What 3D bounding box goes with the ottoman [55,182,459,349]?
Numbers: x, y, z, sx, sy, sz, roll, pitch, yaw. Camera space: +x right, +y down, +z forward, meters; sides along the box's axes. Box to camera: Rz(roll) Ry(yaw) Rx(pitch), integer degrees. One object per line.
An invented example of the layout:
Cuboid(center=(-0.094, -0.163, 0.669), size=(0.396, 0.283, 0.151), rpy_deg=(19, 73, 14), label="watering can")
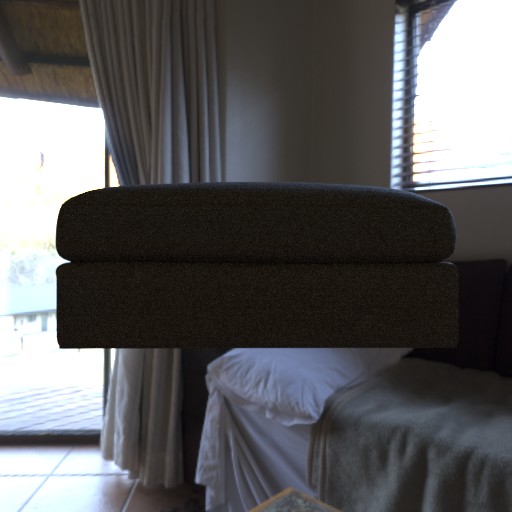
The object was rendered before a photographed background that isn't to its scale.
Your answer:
Cuboid(center=(0.000, 0.000, 1.620), size=(1.041, 0.470, 1.041), rpy_deg=(0, 0, -1), label="ottoman")
